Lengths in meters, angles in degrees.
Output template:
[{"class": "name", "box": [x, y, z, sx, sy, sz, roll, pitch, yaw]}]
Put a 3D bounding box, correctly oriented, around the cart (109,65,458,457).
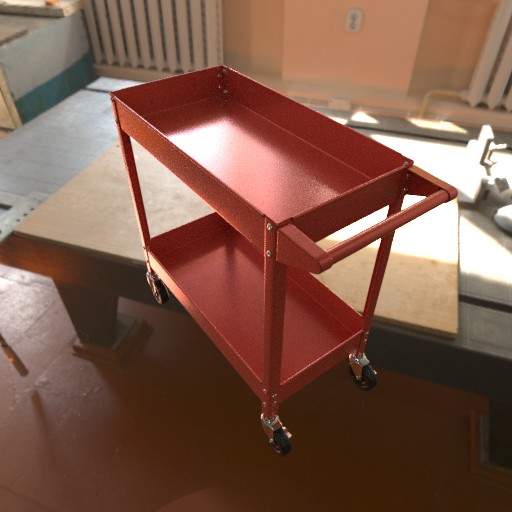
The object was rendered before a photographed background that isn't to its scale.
[{"class": "cart", "box": [0.000, 0.000, 1.176, 0.366, 0.719, 0.779, -26, 48, -26]}]
